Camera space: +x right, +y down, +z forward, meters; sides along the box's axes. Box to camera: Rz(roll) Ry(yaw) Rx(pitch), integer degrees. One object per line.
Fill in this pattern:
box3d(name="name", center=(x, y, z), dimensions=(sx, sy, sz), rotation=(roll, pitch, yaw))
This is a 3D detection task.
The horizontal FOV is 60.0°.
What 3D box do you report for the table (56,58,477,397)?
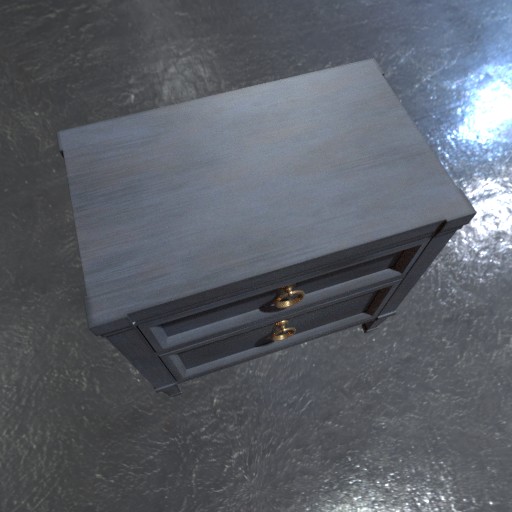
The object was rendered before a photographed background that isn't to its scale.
box3d(name="table", center=(0.000, 0.000, 1.086), dimensions=(0.660, 0.660, 0.413), rotation=(-16, 63, -8))
